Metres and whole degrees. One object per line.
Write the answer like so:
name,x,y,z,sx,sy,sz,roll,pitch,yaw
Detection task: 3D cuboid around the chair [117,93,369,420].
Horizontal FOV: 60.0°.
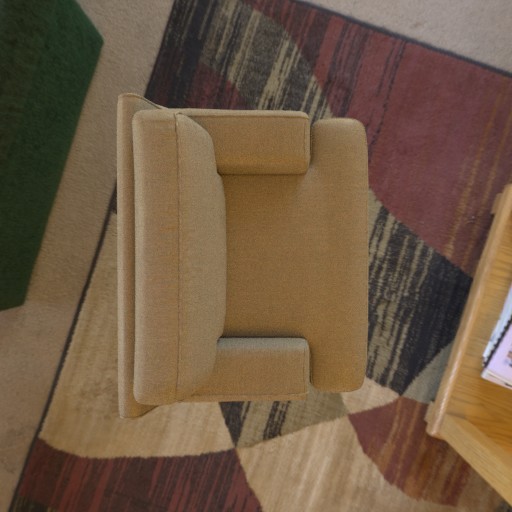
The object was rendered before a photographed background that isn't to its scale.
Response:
chair,0.000,0.000,1.975,1.043,0.974,1.270,0,91,0
